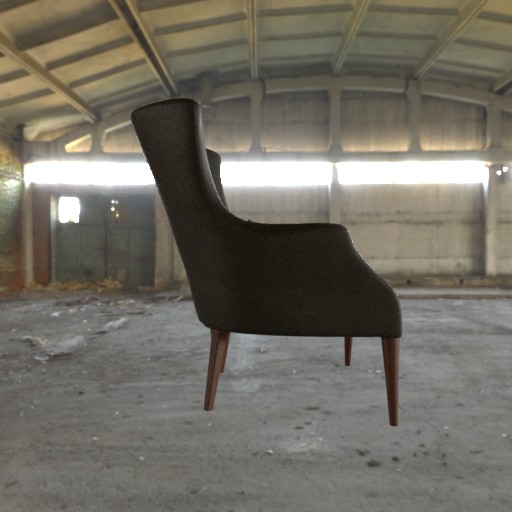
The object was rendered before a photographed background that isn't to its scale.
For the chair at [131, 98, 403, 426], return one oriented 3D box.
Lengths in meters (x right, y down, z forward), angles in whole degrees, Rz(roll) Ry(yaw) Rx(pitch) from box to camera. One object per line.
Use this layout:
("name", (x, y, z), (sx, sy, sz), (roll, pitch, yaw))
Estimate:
("chair", (0.000, 0.000, 1.775), (0.954, 1.068, 0.819), (0, 1, 0))
